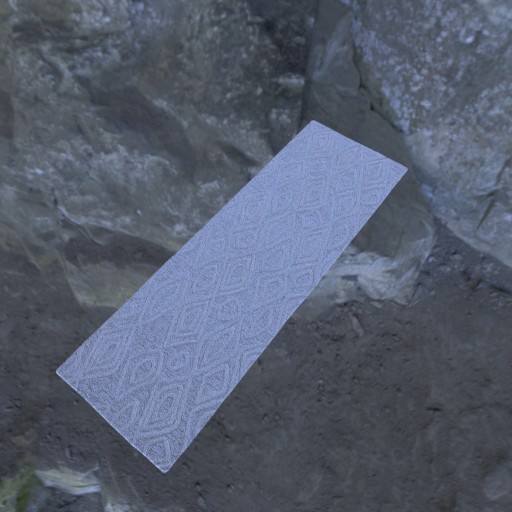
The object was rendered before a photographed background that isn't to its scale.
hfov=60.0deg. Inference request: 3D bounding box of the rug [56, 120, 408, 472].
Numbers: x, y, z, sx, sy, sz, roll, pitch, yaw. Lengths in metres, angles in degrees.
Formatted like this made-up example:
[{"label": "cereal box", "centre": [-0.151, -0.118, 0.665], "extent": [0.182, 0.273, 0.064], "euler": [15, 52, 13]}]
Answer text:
[{"label": "rug", "centre": [0.000, 0.000, 2.710], "extent": [0.807, 0.013, 2.436], "euler": [33, 64, 19]}]
